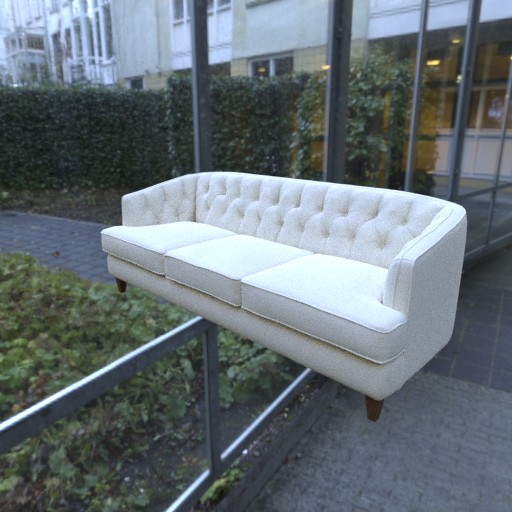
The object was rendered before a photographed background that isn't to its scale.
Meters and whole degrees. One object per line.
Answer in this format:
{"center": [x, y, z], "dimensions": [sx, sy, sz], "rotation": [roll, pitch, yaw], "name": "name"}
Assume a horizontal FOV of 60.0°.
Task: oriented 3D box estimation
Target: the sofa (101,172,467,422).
{"center": [0.000, 0.000, 2.718], "dimensions": [2.278, 0.855, 0.941], "rotation": [16, 23, 42], "name": "sofa"}
